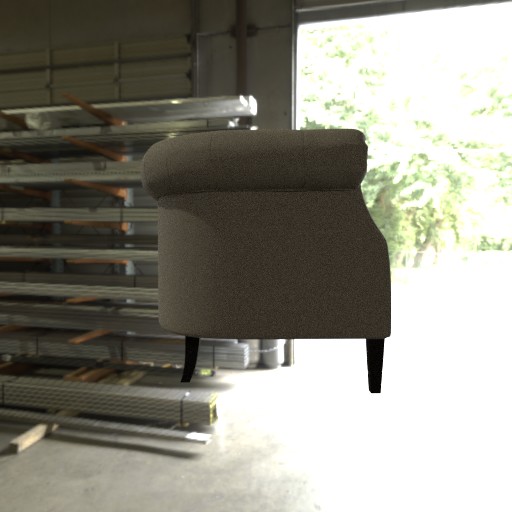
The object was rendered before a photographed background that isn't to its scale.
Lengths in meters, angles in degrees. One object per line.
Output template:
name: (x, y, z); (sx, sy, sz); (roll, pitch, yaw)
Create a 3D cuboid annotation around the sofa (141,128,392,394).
sofa: (0.000, 0.000, 2.056); (0.835, 0.827, 1.558); (0, 2, -1)
